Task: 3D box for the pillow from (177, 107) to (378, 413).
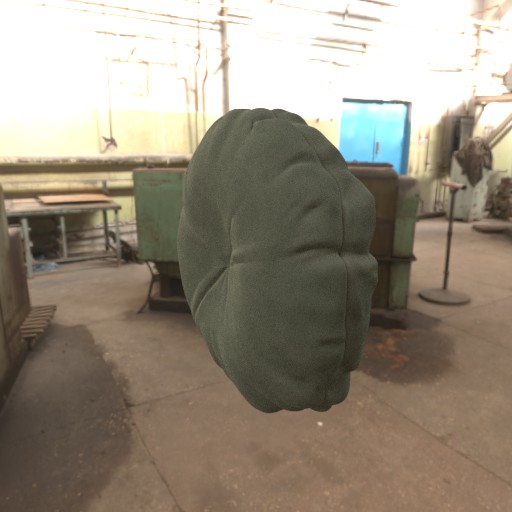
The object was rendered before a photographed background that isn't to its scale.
[{"bbox_3d":[0.000,0.000,0.638,0.148,0.407,0.428,-7,16,-27],"label":"pillow"}]
